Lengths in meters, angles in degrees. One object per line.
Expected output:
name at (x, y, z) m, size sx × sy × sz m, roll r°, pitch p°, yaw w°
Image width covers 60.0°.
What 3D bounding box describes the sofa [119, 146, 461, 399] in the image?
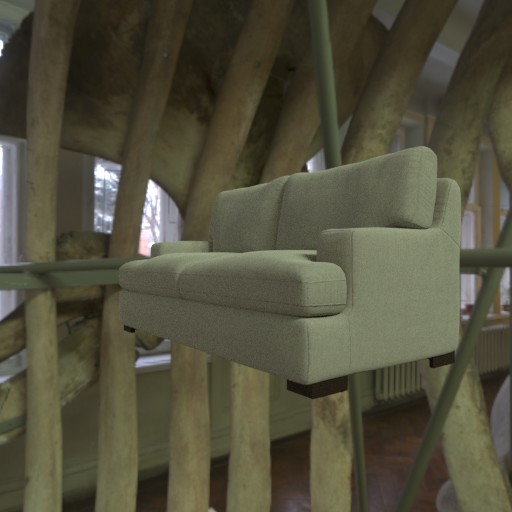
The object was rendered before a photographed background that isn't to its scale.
sofa at (0.000, 0.000, 2.450) m, size 0.962 × 0.980 × 1.855 m, roll 0°, pitch -1°, yaw -36°
